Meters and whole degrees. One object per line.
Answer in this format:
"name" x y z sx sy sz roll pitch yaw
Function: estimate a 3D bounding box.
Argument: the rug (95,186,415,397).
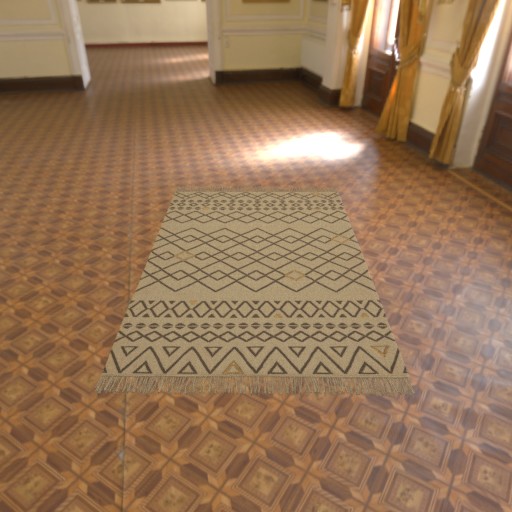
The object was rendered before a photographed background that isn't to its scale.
"rug" 0.000 0.000 3.095 1.495 0.035 2.472 0 31 0
